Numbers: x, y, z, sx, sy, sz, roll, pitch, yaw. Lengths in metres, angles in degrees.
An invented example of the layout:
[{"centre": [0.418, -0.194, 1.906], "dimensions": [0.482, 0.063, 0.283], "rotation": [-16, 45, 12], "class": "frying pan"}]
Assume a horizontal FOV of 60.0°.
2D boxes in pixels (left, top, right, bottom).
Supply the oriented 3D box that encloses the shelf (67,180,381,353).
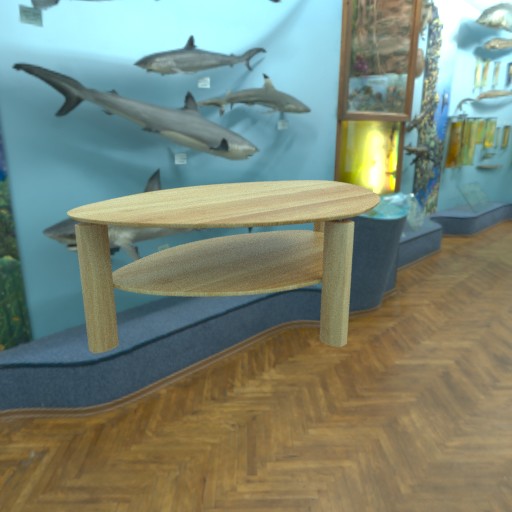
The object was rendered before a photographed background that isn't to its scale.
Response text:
[{"centre": [0.000, 0.000, 1.659], "dimensions": [1.246, 0.440, 0.845], "rotation": [-15, 22, -42], "class": "shelf"}]
